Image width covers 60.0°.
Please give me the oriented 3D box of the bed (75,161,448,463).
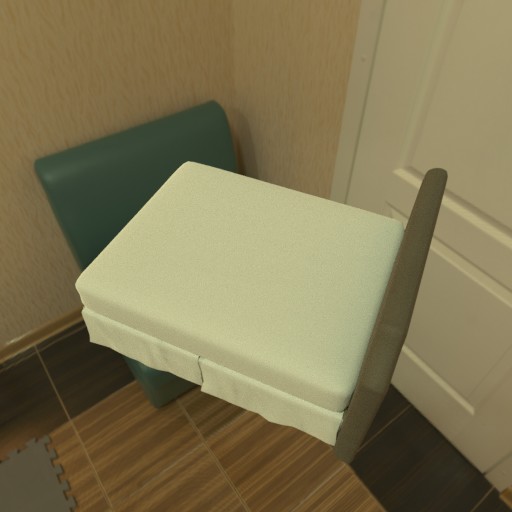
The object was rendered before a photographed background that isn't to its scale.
[{"bbox_3d":[0.000,0.000,3.270,2.181,1.297,1.831,19,51,16],"label":"bed"}]
